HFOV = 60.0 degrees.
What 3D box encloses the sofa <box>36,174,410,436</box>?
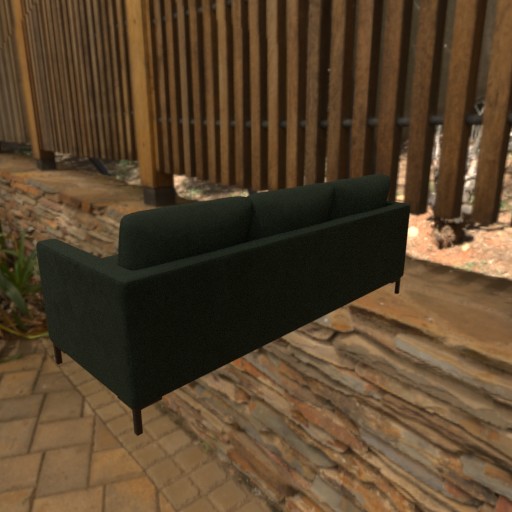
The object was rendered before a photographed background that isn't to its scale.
[{"bbox_3d":[0.000,0.000,2.672,0.859,0.870,2.218,16,23,42],"label":"sofa"}]
